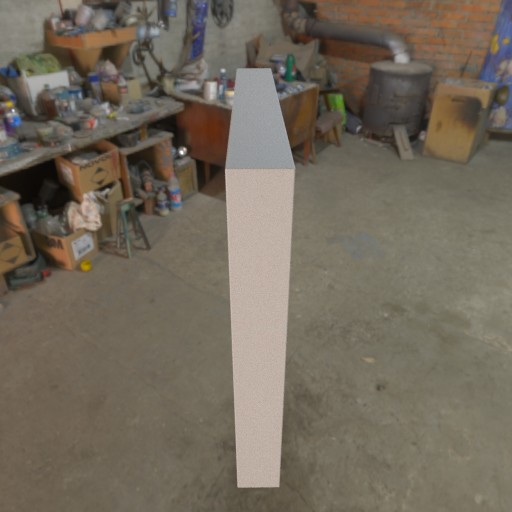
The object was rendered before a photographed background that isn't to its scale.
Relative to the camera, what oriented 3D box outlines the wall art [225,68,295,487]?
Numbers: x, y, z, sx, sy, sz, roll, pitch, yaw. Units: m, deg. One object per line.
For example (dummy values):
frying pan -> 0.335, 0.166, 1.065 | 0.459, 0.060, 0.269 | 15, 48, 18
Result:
wall art -> 0.000, 0.000, 0.449 | 0.038, 0.305, 0.305 | 0, 32, -1
